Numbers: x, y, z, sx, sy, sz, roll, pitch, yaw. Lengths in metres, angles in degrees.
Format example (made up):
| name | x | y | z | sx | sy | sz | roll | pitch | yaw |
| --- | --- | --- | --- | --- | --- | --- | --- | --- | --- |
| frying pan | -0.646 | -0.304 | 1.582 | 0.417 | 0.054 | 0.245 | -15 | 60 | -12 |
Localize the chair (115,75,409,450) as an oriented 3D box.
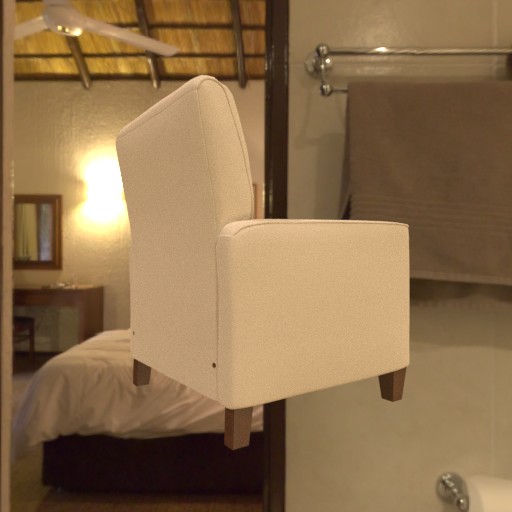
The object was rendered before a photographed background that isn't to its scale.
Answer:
| name | x | y | z | sx | sy | sz | roll | pitch | yaw |
| --- | --- | --- | --- | --- | --- | --- | --- | --- | --- |
| chair | 0.000 | 0.000 | 1.669 | 0.858 | 1.028 | 0.841 | 0 | 0 | -36 |
